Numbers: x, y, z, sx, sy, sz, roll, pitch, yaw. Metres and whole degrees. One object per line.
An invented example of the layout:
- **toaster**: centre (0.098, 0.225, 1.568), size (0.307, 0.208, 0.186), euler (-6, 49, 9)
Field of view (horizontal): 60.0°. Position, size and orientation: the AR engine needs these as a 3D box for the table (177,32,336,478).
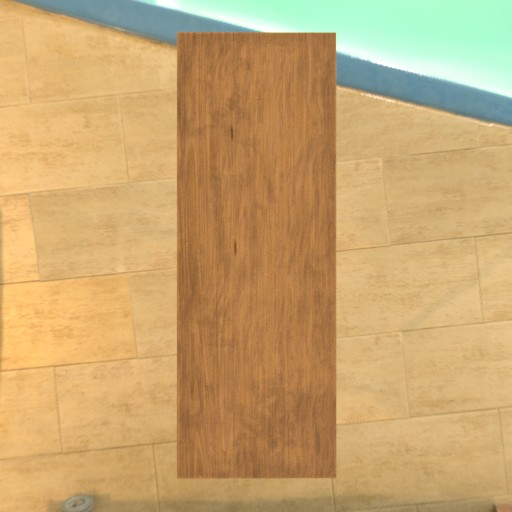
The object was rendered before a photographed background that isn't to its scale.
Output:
- **table**: centre (0.000, 0.000, 1.524), size (0.410, 0.771, 1.151), euler (0, 90, 0)
